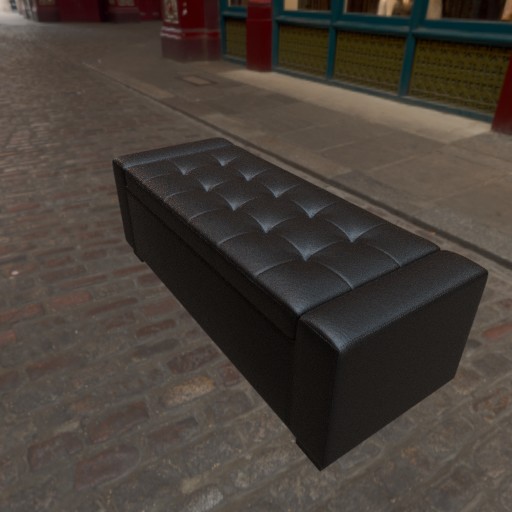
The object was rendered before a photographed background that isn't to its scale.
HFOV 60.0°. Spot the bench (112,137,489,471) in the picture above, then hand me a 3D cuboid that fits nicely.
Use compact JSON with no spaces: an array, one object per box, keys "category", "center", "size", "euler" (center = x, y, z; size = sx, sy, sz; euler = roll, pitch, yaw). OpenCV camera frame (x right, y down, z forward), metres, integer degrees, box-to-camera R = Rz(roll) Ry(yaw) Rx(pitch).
[{"category":"bench","center":[0.000,0.000,1.512],"size":[0.508,0.445,1.296],"euler":[-20,37,-28]}]
